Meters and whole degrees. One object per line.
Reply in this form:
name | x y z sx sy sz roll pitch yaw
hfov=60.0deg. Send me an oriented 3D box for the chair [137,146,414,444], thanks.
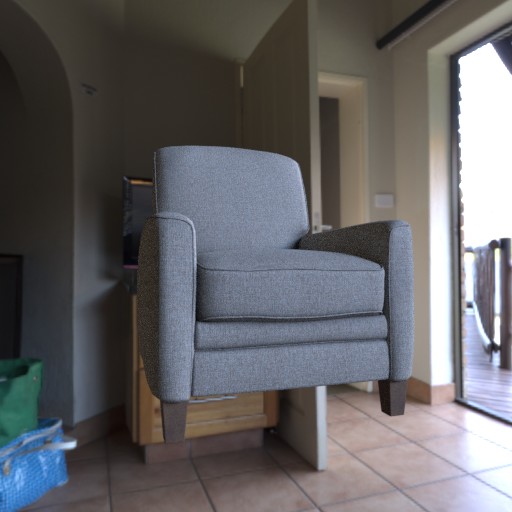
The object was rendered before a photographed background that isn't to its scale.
chair | 0.000 0.000 1.648 0.848 1.014 0.864 0 -1 -18
